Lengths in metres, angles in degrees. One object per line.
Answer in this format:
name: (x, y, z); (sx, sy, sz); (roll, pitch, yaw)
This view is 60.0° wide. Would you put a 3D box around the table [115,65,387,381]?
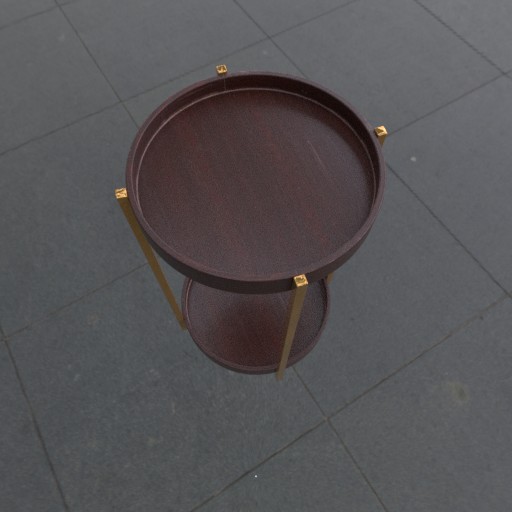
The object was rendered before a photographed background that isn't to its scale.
table: (0.000, 0.000, 0.902); (0.400, 0.610, 0.400); (-15, 65, -7)
